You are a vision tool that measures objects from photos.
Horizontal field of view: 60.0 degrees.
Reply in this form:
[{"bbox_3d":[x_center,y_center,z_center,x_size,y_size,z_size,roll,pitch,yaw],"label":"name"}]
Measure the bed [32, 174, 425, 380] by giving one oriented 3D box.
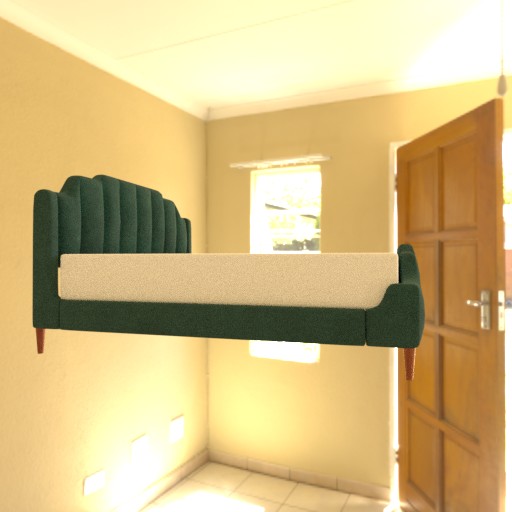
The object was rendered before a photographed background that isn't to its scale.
[{"bbox_3d":[0.000,0.000,3.457,2.340,1.245,2.074,0,0,17],"label":"bed"}]
